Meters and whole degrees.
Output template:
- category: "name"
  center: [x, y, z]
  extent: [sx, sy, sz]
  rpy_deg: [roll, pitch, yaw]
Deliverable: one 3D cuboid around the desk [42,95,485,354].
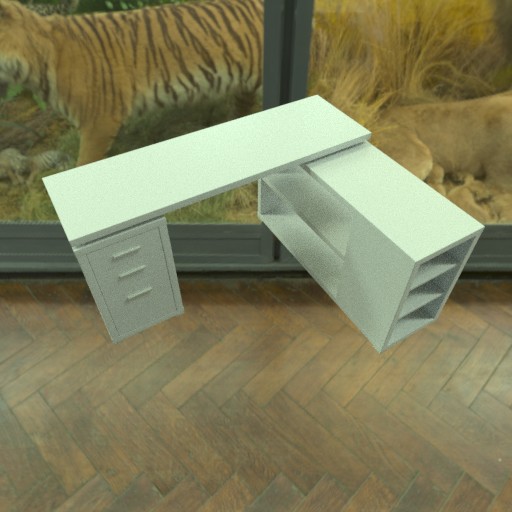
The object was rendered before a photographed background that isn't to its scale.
- category: "desk"
  center: [0.000, 0.000, 2.177]
  extent: [1.524, 0.753, 1.200]
  rpy_deg: [-23, 51, -20]
